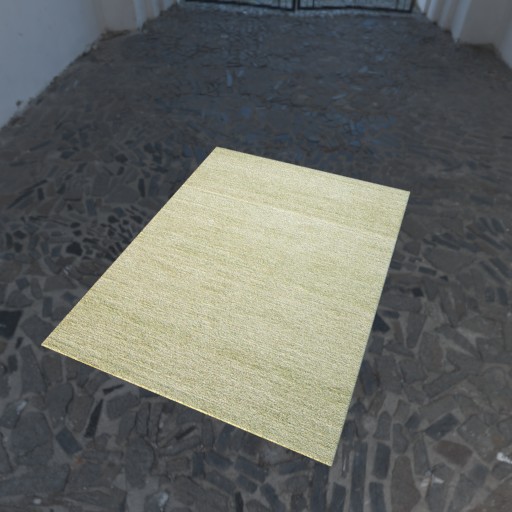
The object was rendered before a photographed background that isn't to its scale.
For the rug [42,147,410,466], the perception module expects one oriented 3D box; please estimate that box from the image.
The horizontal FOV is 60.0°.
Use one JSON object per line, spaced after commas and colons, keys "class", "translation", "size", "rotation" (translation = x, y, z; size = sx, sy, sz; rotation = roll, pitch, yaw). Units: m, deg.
{"class": "rug", "translation": [0.000, 0.000, 4.286], "size": [2.425, 0.016, 3.198], "rotation": [17, 48, 16]}
